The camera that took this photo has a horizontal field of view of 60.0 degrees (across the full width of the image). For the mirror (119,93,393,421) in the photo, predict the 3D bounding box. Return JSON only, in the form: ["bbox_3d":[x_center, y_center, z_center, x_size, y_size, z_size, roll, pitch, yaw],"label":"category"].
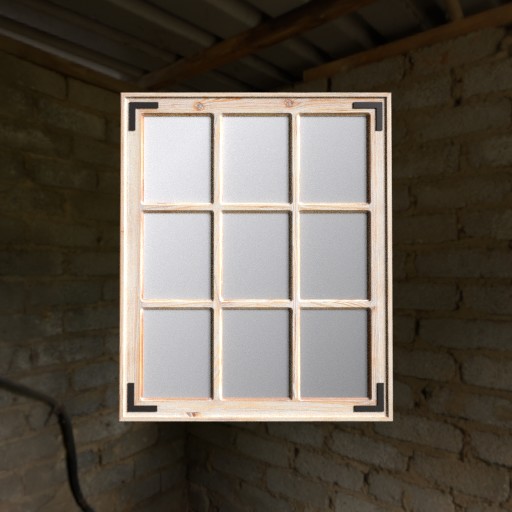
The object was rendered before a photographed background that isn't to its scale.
[{"bbox_3d":[0.000,0.000,1.206,0.730,0.882,0.032,0,-1,0],"label":"mirror"}]
